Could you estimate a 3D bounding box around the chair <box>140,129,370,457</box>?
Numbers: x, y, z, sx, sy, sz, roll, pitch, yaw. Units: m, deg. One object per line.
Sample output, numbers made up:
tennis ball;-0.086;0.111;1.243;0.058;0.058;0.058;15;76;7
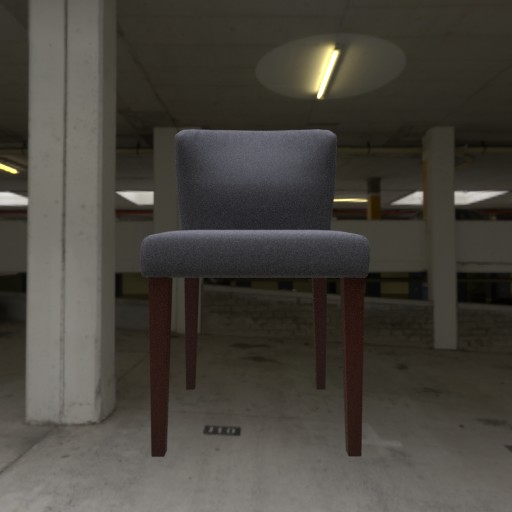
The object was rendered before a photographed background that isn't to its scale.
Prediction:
chair;0.000;0.000;1.192;0.491;0.839;0.592;0;-1;0
